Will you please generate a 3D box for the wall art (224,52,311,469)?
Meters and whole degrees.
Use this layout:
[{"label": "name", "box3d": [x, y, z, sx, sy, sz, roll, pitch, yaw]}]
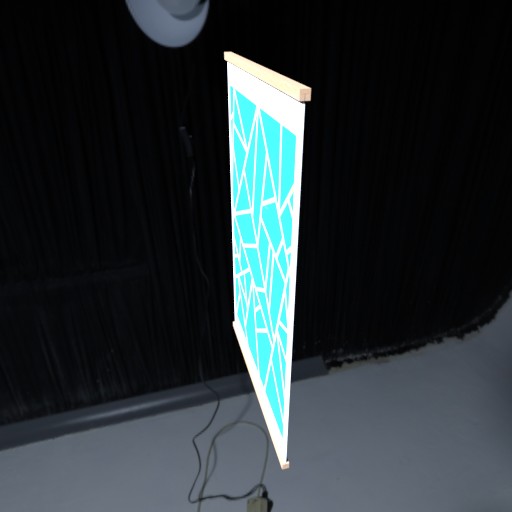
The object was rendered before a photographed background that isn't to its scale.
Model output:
[{"label": "wall art", "box3d": [0.000, 0.000, 1.911, 0.030, 1.519, 0.990, -7, 31, -13]}]
